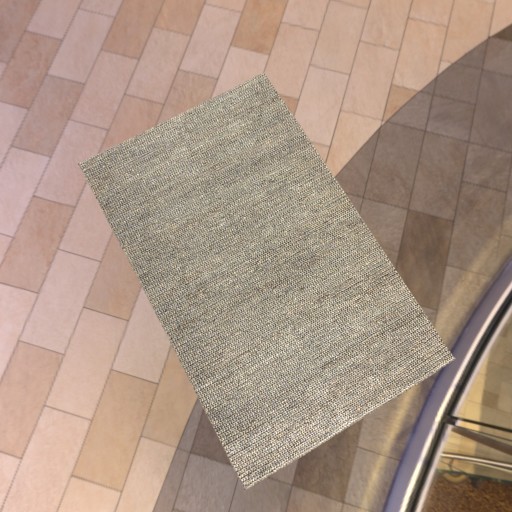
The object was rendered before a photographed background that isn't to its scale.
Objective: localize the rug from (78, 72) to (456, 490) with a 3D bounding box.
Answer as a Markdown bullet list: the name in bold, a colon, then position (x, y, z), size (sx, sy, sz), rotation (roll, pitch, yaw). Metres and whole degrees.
- **rug**: position (0.000, 0.000, 2.983), size (1.538, 0.021, 2.443), rotation (-29, 77, -7)
